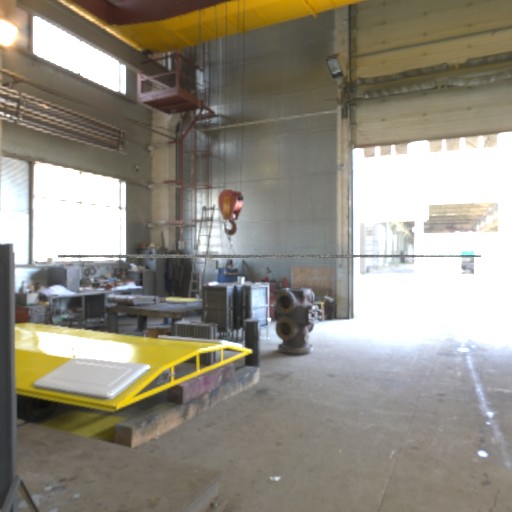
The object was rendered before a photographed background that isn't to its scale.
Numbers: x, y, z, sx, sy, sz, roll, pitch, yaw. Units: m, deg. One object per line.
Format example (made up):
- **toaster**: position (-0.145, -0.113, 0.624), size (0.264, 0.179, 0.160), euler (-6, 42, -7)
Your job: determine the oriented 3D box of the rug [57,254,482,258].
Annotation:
- **rug**: position (0.000, 0.000, 2.345), size (1.819, 0.012, 1.208), euler (0, 0, -19)
